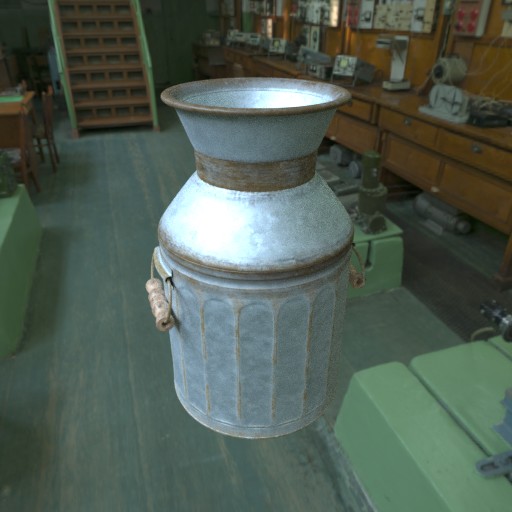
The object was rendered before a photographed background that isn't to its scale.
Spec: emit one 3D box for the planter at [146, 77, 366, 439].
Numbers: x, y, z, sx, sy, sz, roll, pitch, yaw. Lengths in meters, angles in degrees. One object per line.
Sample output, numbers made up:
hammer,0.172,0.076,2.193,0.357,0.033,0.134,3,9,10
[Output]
planter,0.000,0.000,0.505,0.248,0.358,0.215,-10,31,-17
